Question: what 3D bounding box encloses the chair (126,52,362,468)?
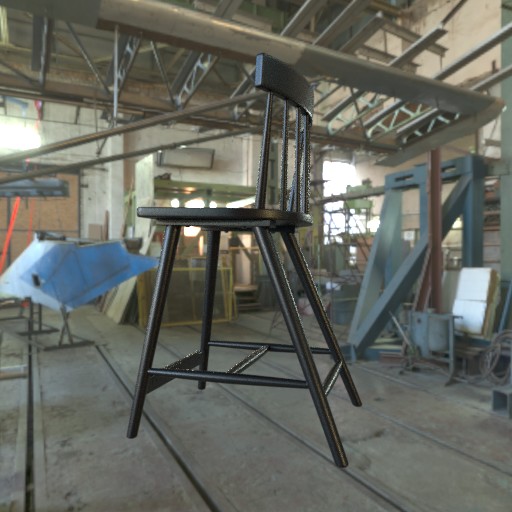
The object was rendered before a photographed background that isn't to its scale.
[{"bbox_3d":[0.000,0.000,1.285,0.572,0.952,0.483,0,0,18],"label":"chair"}]
